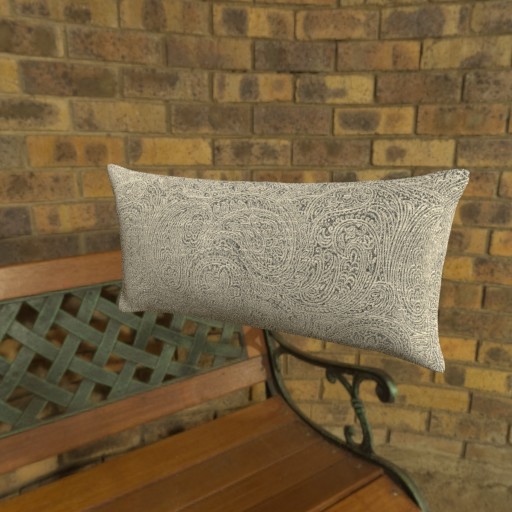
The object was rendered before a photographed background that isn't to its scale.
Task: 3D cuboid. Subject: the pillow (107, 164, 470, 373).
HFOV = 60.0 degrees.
[{"bbox_3d":[0.000,0.000,0.738,0.615,0.295,0.151,6,15,24],"label":"pillow"}]
